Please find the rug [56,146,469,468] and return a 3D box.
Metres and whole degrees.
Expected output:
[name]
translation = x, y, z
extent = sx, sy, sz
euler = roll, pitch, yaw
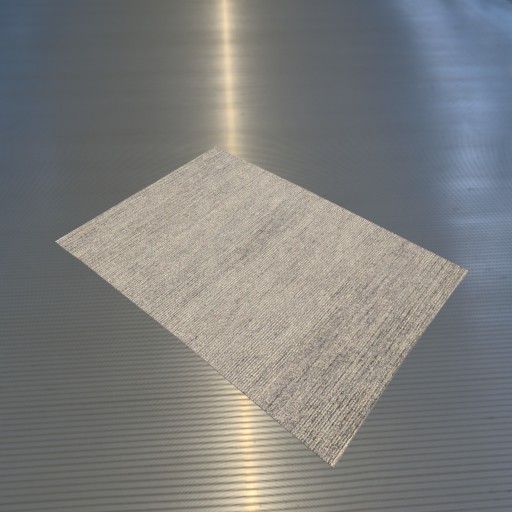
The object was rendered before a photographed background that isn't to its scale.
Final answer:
[rug]
translation = 0.000, 0.000, 2.979
extent = 2.307, 0.030, 1.604
euler = 32, 54, 27
